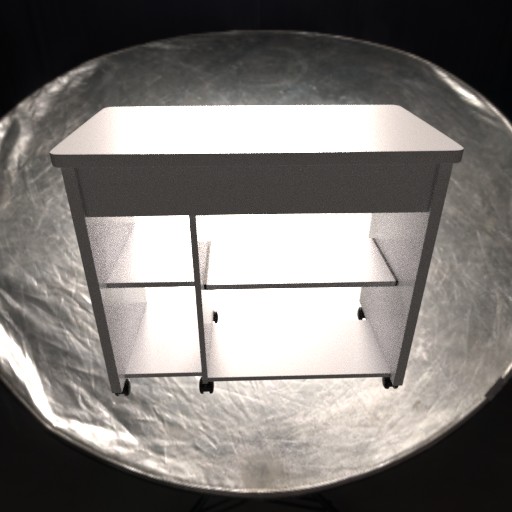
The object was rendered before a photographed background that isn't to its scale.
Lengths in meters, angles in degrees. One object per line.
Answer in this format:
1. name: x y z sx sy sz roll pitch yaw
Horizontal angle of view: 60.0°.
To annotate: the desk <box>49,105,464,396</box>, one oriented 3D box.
1. desk: 0.000 0.000 1.307 0.877 0.763 0.475 -1 30 -2
